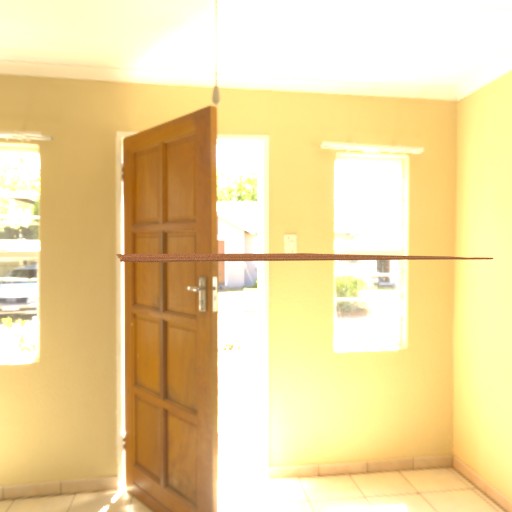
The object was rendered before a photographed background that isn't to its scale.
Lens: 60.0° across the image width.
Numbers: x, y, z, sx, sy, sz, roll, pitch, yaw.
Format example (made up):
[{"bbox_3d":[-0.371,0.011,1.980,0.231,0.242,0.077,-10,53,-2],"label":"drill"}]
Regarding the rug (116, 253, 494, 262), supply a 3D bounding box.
[{"bbox_3d":[0.000,0.000,4.139,2.479,0.023,3.092,0,1,-18],"label":"rug"}]
